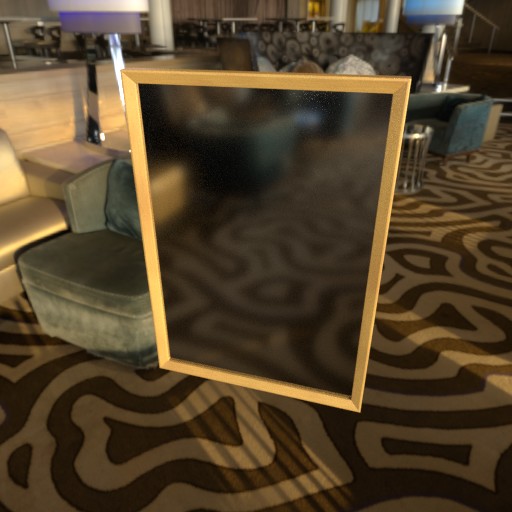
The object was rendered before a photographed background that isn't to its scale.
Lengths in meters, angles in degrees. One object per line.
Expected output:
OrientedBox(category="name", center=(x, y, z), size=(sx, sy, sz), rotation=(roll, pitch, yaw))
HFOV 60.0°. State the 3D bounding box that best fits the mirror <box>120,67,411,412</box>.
OrientedBox(category="mirror", center=(0.000, 0.000, 0.924), size=(0.507, 0.710, 0.039), rotation=(8, 29, 15))
